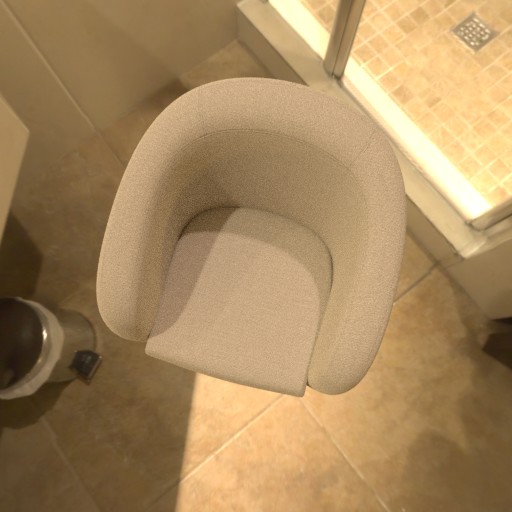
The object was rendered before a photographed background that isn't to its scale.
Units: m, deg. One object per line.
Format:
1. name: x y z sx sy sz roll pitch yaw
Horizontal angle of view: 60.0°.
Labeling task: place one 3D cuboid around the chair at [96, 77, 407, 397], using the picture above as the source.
1. chair: 0.000 0.000 1.455 0.791 0.771 0.815 15 77 3
